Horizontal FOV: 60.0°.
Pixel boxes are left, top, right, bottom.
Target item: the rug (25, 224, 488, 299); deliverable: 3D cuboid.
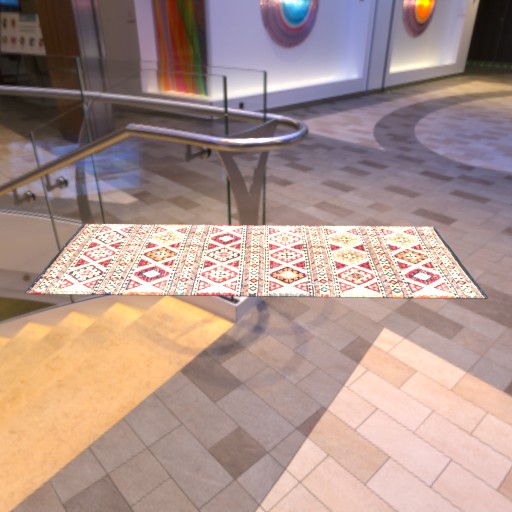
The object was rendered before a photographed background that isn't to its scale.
[{"bbox_3d":[0.000,0.000,2.608,2.362,0.008,0.832,1,29,1],"label":"rug"}]
